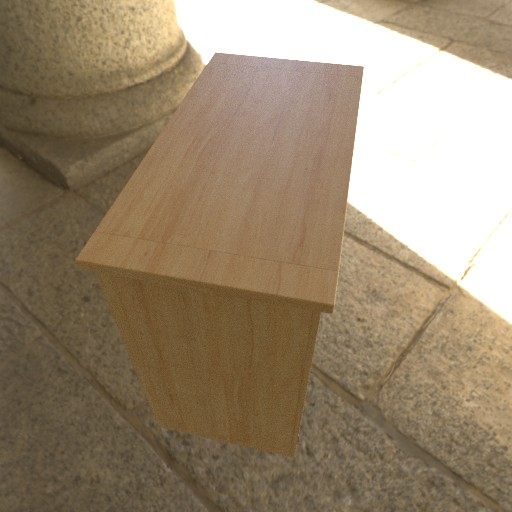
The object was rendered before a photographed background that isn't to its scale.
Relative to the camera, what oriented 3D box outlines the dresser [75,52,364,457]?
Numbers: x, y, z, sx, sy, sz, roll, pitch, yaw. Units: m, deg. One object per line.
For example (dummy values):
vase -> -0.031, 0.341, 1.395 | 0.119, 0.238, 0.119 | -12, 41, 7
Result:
dresser -> 0.000, 0.000, 1.204 | 0.410, 0.730, 0.800 | 9, 48, 8
